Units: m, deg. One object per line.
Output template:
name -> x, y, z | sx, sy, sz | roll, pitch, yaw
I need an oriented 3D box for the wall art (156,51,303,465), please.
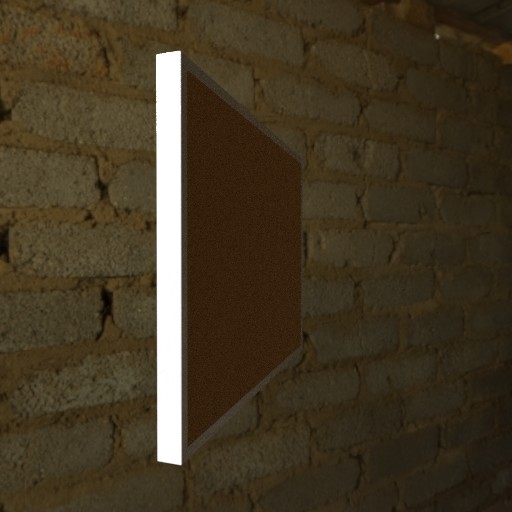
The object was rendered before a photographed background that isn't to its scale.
wall art -> 0.000, 0.000, 1.343 | 0.053, 0.787, 1.041 | 0, 1, 19
